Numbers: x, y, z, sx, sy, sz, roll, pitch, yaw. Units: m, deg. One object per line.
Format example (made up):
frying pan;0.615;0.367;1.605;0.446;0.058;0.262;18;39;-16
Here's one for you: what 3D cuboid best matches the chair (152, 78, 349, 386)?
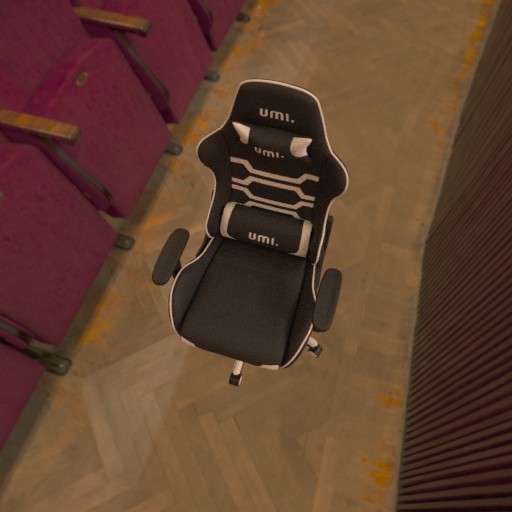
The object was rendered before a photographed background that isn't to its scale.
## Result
chair;0.000;0.000;1.667;0.700;1.240;0.700;15;61;9
